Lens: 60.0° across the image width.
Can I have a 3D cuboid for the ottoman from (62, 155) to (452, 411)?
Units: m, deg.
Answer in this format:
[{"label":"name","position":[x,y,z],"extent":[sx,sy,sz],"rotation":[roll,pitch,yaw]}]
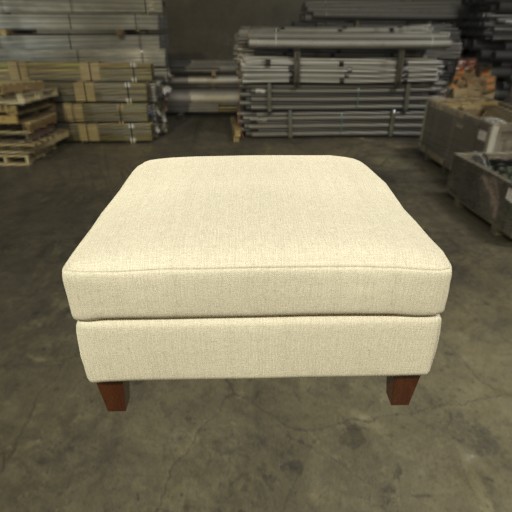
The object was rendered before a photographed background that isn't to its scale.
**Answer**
[{"label":"ottoman","position":[0.000,0.000,1.350],"extent":[0.838,0.478,0.838],"rotation":[-1,27,-1]}]
